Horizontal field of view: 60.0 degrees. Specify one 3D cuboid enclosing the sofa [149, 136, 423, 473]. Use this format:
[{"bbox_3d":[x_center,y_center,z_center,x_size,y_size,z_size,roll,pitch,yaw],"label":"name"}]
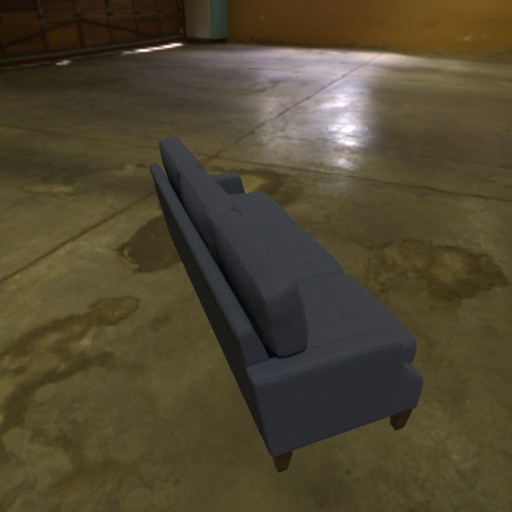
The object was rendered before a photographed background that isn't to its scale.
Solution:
[{"bbox_3d":[0.000,0.000,2.625,0.888,0.984,2.115,-11,32,-18],"label":"sofa"}]
